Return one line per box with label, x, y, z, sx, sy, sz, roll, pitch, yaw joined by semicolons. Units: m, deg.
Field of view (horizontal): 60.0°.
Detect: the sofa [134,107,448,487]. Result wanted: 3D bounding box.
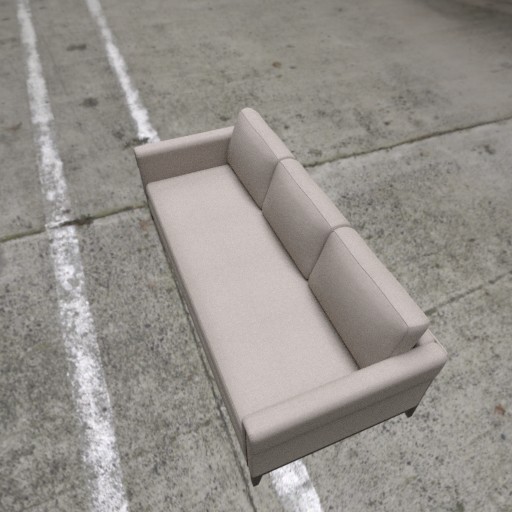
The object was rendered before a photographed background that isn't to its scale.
sofa;0.000;0.000;2.694;0.959;0.838;2.210;-17;49;-15
